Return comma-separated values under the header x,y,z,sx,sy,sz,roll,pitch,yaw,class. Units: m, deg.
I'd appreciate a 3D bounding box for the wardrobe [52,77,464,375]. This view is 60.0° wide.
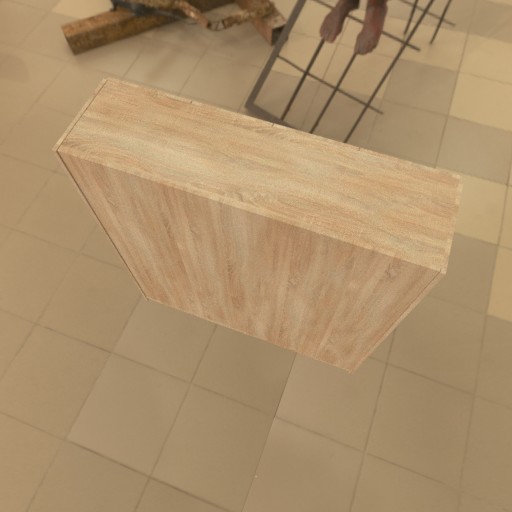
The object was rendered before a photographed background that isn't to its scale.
x,y,z,sx,sy,sz,roll,pitch,yaw,class
0.000,0.000,3.193,1.998,2.159,0.598,18,65,9,wardrobe
